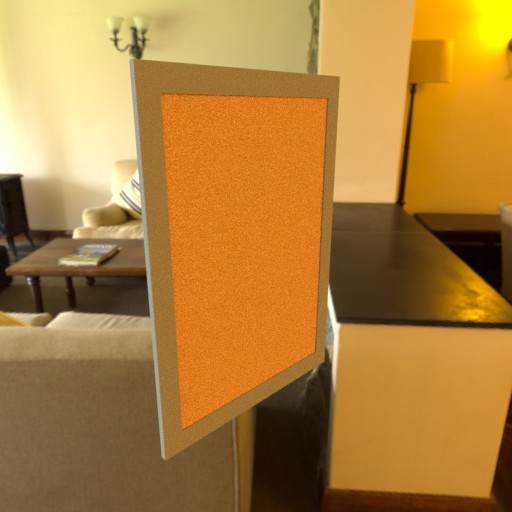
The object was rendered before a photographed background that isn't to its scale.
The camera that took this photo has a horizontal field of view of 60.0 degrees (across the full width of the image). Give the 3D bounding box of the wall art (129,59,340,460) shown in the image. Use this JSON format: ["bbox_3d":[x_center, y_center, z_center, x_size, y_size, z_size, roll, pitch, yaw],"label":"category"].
[{"bbox_3d":[0.000,0.000,0.680,0.374,0.529,0.012,-17,25,-42],"label":"wall art"}]
